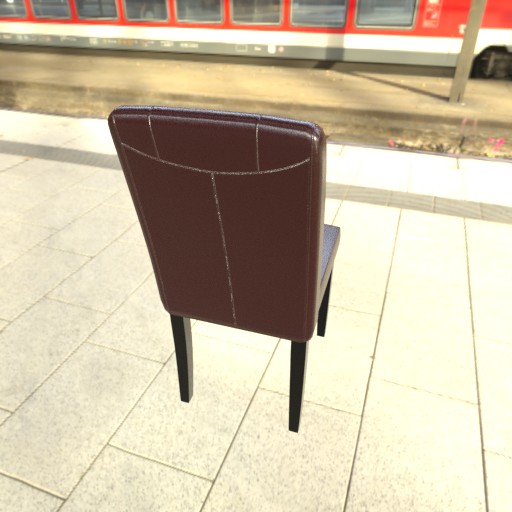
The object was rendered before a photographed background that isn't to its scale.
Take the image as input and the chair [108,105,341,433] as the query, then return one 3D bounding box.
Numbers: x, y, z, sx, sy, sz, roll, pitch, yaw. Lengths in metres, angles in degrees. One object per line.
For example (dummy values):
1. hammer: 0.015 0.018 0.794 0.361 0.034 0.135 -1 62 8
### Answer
1. chair: 0.000 0.000 1.196 0.399 0.897 0.556 10 34 15
